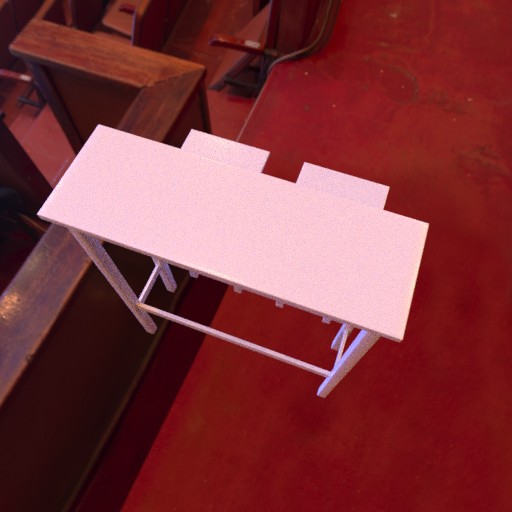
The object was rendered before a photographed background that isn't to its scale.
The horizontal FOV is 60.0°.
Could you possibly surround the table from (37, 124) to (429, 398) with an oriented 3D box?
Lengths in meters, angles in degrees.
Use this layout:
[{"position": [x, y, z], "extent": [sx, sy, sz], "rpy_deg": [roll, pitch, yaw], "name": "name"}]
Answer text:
[{"position": [0.000, 0.000, 1.637], "extent": [0.915, 1.065, 0.650], "rpy_deg": [18, 65, 9], "name": "table"}]
